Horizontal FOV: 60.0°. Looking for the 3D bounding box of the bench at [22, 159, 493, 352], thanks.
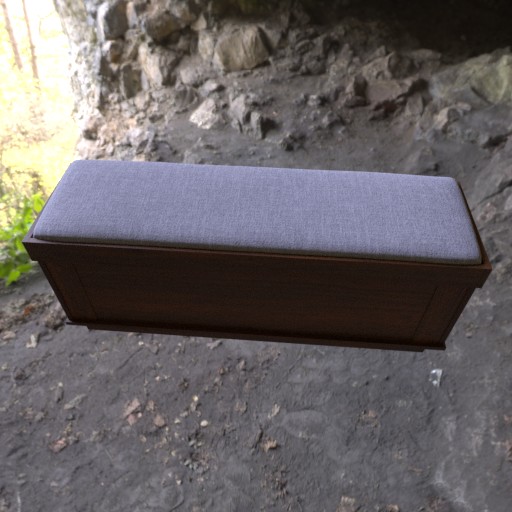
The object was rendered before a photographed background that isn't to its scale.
[{"bbox_3d":[0.000,0.000,1.391,1.196,0.468,0.367,3,47,3],"label":"bench"}]
